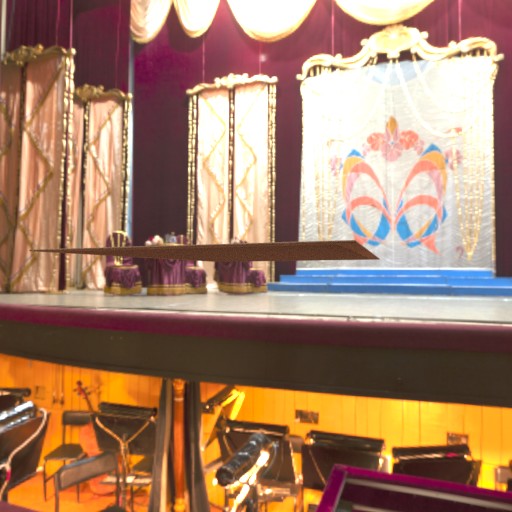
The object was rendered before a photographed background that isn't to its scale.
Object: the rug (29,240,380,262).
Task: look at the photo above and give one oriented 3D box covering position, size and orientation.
[{"bbox_3d":[0.000,0.000,2.235,1.141,0.015,1.749,-1,-2,18],"label":"rug"}]
